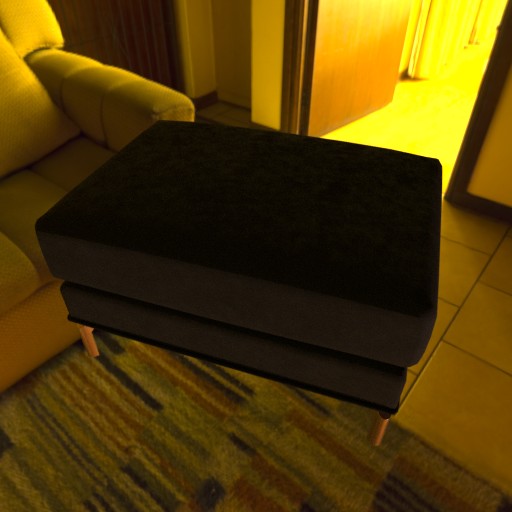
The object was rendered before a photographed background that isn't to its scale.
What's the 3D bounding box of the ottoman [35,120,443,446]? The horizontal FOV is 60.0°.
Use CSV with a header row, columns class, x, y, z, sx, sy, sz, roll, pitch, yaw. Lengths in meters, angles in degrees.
class,x,y,z,sx,sy,sz,roll,pitch,yaw
ottoman,0.000,0.000,1.167,0.835,0.498,0.587,12,42,14
